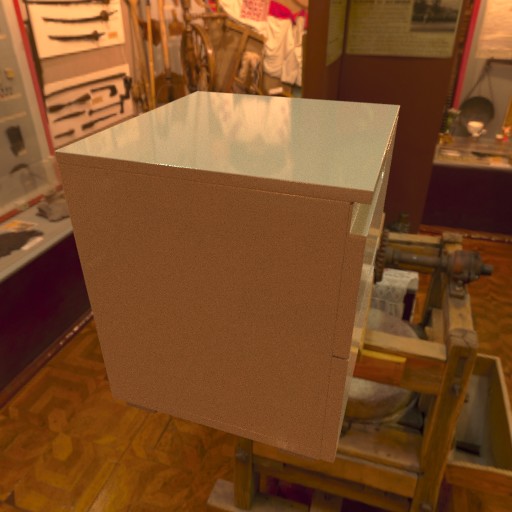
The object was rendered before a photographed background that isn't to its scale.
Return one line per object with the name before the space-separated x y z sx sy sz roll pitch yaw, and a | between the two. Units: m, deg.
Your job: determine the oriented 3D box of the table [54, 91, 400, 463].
table | 0.000 0.000 0.800 0.400 0.470 0.420 10 32 16
